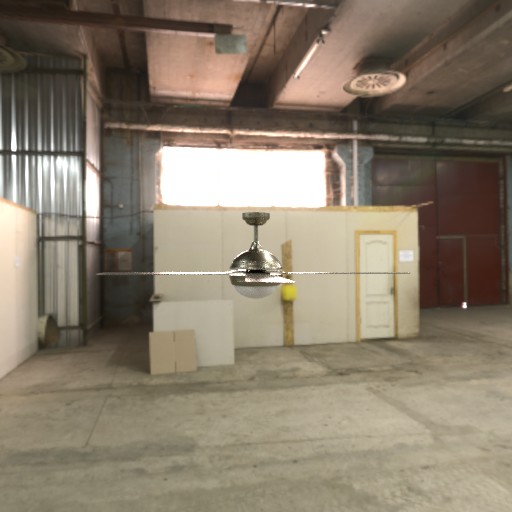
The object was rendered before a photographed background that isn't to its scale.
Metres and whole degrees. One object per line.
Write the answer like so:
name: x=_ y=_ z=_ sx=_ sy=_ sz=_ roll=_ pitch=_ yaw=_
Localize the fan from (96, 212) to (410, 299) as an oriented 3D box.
fan: x=0.000 y=0.000 z=1.983 sx=1.321 sy=0.381 sz=1.321 roll=0 pitch=0 yaw=17
